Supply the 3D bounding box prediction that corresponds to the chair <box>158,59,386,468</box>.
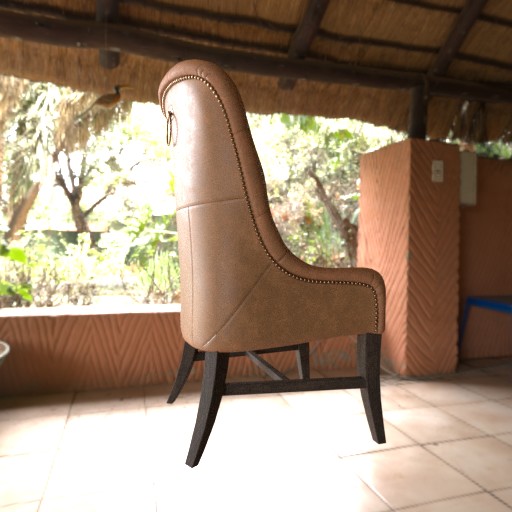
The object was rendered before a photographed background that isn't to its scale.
[{"bbox_3d":[0.000,0.000,1.471,0.629,1.091,0.634,0,1,-17],"label":"chair"}]
